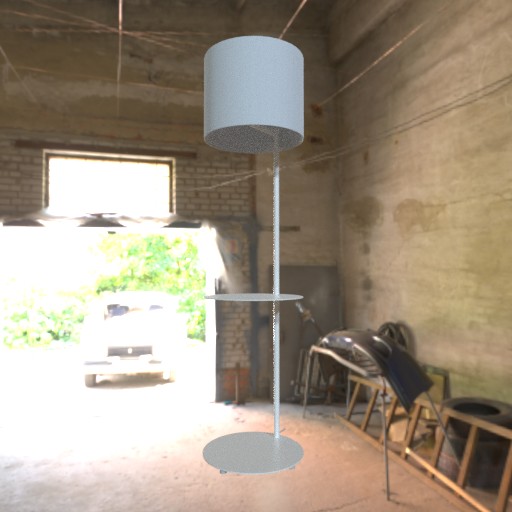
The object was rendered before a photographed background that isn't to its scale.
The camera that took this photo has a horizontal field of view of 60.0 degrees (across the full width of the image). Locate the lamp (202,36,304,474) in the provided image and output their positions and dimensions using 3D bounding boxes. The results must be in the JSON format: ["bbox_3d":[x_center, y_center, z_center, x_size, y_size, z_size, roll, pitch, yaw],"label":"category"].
[{"bbox_3d":[0.000,0.000,1.661,0.372,1.465,0.405,-1,-2,36],"label":"lamp"}]
